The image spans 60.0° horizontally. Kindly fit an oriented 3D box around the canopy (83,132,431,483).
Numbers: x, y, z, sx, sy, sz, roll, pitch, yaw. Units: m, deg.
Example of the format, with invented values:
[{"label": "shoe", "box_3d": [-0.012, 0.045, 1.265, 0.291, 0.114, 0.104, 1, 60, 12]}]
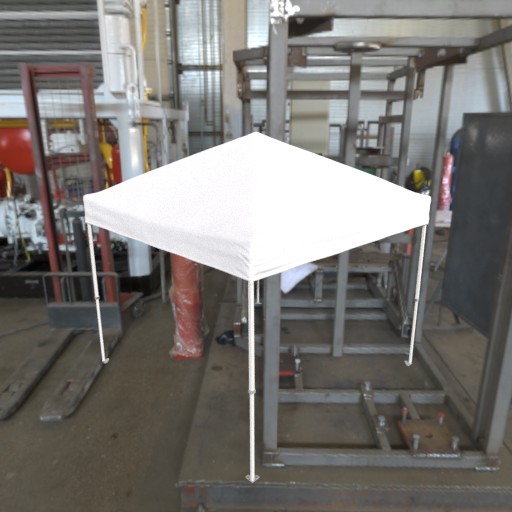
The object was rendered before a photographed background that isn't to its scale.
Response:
[{"label": "canopy", "box_3d": [0.000, 0.000, 5.553, 2.998, 2.997, 2.996, -16, 23, -42]}]
